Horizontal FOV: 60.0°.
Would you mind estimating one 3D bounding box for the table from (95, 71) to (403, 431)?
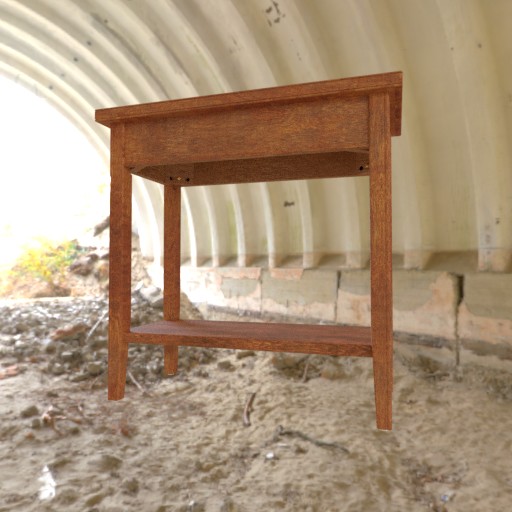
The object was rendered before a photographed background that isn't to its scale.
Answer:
[{"bbox_3d":[0.000,0.000,0.969,0.610,0.610,0.305,0,-1,18],"label":"table"}]
